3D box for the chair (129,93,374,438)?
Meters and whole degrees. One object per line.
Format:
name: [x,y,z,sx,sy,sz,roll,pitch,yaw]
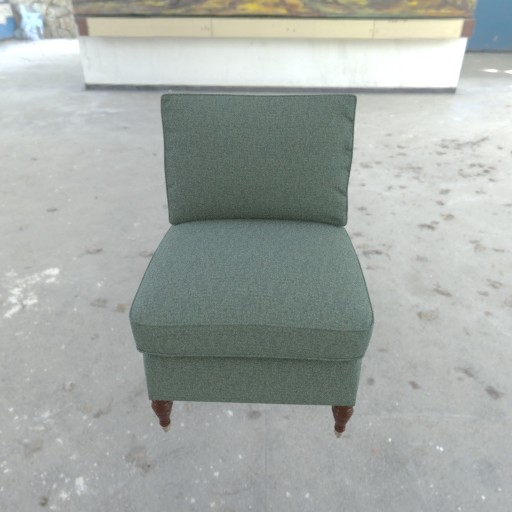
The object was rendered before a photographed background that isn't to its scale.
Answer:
chair: [0.000,0.000,1.404,0.624,0.901,0.796,1,31,2]
